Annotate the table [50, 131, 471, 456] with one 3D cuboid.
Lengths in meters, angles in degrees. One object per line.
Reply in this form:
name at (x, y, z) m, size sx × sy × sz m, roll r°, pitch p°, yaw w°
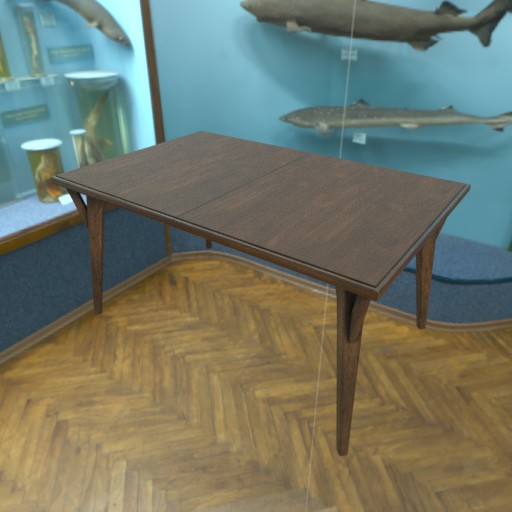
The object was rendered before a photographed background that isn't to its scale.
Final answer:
table at (0.000, 0.000, 2.098) m, size 1.524 × 0.761 × 0.990 m, roll 20°, pitch 35°, yaw 31°
